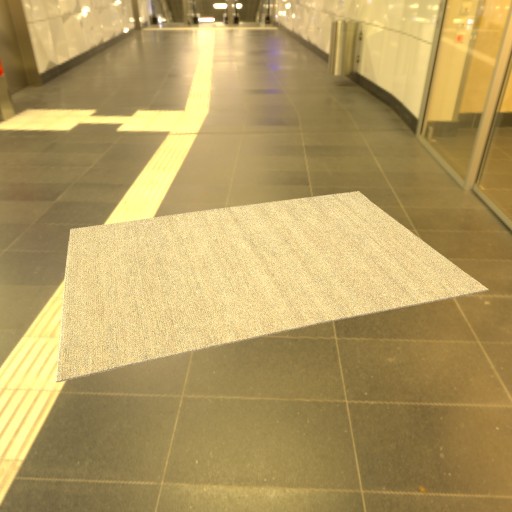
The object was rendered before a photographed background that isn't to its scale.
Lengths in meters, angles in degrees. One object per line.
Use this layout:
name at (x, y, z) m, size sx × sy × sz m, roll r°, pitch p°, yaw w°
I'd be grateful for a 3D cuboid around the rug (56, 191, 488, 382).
rug at (0.000, 0.000, 2.232) m, size 1.820 × 0.022 × 1.179 m, roll -9°, pitch 33°, yaw -15°
